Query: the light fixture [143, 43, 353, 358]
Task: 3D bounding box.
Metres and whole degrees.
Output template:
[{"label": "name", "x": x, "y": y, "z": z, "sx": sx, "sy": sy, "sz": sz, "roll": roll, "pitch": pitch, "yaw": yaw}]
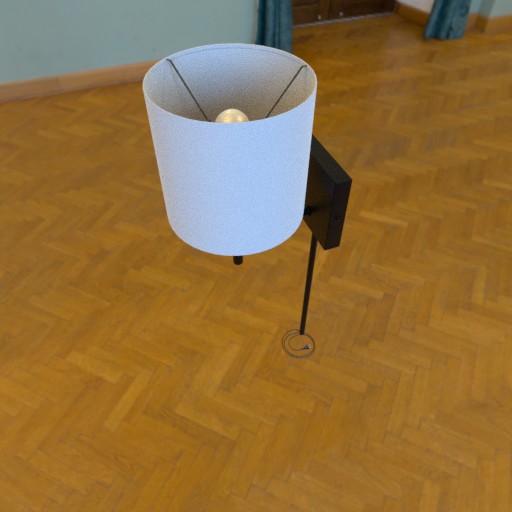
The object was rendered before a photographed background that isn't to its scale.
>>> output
[{"label": "light fixture", "x": 0.000, "y": 0.000, "z": 0.704, "sx": 0.248, "sy": 0.589, "sz": 0.188, "roll": -16, "pitch": 49, "yaw": -14}]
